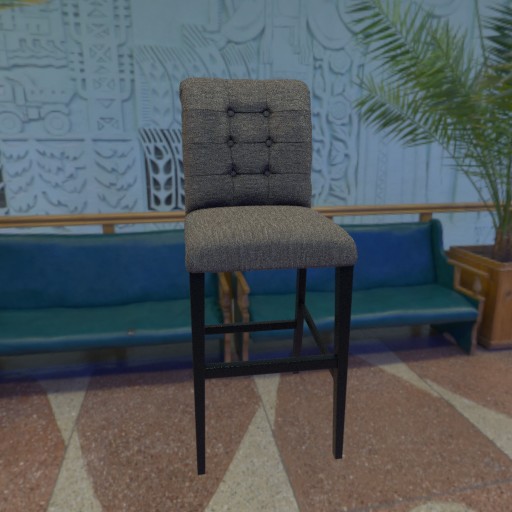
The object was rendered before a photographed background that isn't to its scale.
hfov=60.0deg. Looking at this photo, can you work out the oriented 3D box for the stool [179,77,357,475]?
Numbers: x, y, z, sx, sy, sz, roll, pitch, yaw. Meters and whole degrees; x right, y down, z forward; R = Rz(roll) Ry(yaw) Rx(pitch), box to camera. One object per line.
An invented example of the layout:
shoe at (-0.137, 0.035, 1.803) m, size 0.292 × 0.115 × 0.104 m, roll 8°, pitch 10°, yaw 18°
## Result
stool at (0.000, 0.000, 1.435) m, size 0.452 × 1.131 × 0.613 m, roll -2°, pitch 15°, yaw -9°
